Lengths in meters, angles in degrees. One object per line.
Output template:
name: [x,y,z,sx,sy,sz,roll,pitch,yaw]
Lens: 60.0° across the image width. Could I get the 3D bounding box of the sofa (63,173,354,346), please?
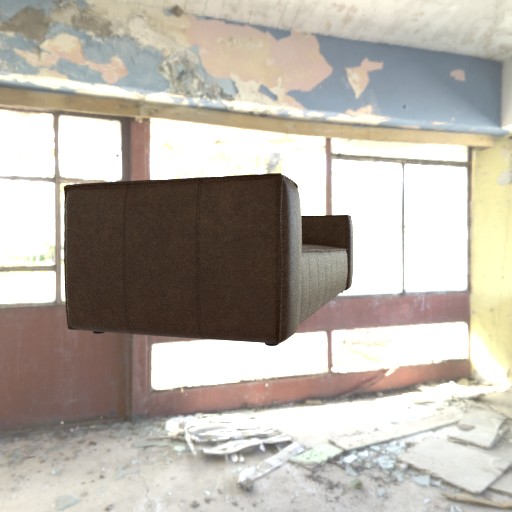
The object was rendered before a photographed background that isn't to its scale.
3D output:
sofa: [0.000,0.000,3.054,1.102,0.701,2.581,0,1,18]
